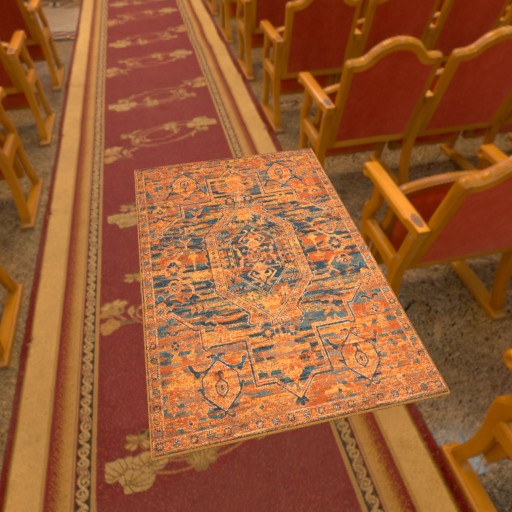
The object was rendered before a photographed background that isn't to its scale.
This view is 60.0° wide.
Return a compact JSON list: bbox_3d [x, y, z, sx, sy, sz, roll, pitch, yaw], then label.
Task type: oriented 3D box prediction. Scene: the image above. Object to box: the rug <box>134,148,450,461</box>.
[{"bbox_3d":[0.000,0.000,1.083,0.557,0.008,0.863,-9,47,-9],"label":"rug"}]
